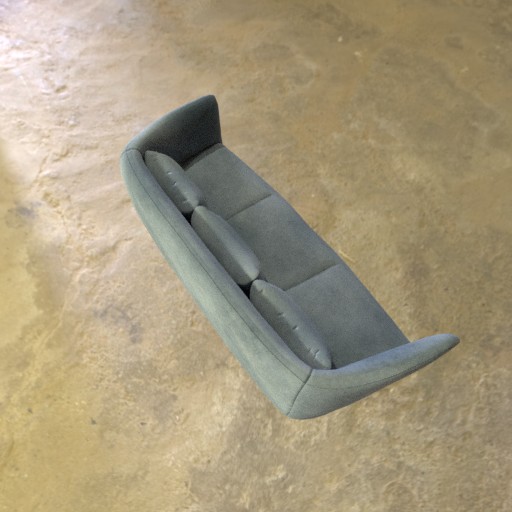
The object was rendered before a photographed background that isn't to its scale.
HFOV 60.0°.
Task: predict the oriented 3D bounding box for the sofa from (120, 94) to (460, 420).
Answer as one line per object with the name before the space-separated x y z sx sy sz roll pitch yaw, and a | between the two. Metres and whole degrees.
sofa | 0.000 0.000 2.567 0.849 0.795 2.095 -31 64 -18
